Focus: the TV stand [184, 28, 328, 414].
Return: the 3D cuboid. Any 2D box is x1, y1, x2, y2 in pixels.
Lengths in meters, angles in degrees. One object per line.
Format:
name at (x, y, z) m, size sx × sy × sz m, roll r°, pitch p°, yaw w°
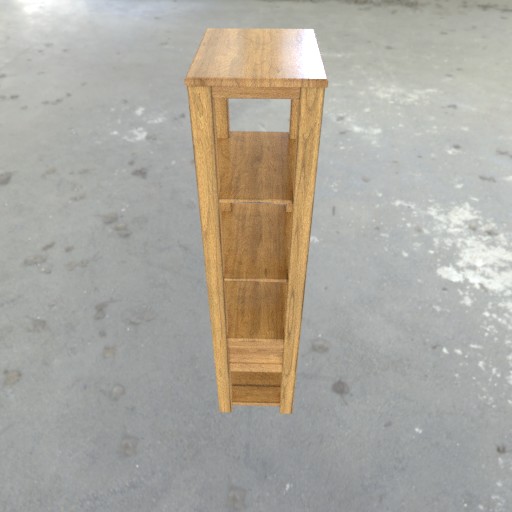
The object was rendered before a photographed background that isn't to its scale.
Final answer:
TV stand at (0.000, 0.000, 2.088) m, size 0.435 × 1.828 × 0.565 m, roll 1°, pitch 40°, yaw 1°
